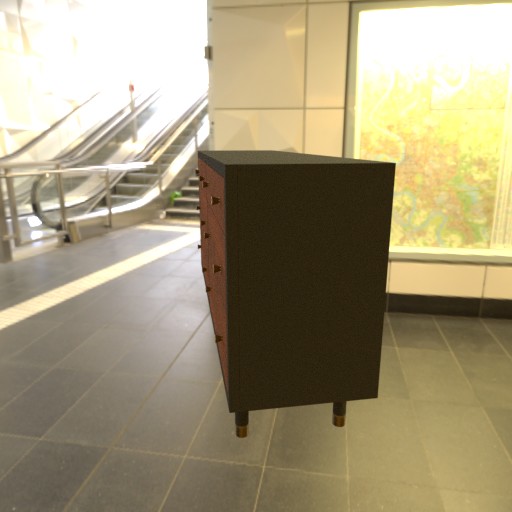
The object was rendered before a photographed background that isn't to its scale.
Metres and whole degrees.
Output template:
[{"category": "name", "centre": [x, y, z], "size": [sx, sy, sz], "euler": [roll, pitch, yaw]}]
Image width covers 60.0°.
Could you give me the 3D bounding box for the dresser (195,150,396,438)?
[{"category": "dresser", "centre": [0.000, 0.000, 1.951], "size": [0.463, 0.872, 1.558], "euler": [-2, 15, -9]}]
